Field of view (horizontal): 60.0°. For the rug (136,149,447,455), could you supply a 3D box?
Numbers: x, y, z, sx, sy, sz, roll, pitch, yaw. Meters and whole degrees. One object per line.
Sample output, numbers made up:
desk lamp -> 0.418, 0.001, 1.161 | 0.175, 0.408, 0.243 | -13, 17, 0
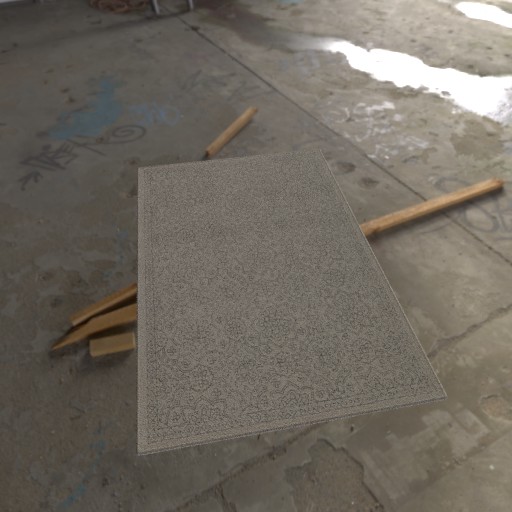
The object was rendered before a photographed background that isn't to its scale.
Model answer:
rug -> 0.000, 0.000, 2.310 | 1.219, 0.010, 1.829 | -8, 46, -7
